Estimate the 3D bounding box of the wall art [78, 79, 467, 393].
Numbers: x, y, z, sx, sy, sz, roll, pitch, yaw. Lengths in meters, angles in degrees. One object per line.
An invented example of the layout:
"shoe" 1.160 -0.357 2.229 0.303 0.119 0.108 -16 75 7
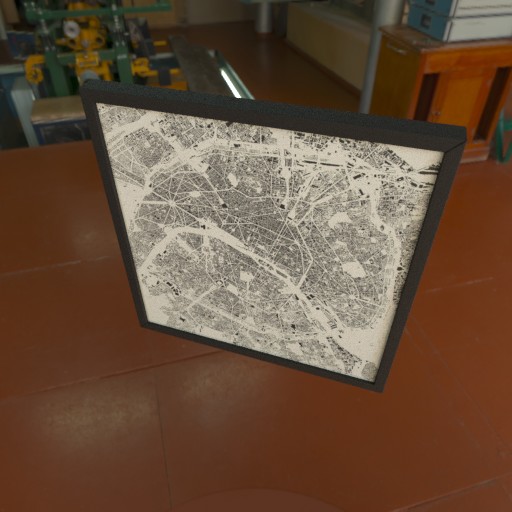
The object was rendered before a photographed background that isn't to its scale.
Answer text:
"wall art" 0.000 0.000 0.731 0.508 0.508 0.037 12 42 14
